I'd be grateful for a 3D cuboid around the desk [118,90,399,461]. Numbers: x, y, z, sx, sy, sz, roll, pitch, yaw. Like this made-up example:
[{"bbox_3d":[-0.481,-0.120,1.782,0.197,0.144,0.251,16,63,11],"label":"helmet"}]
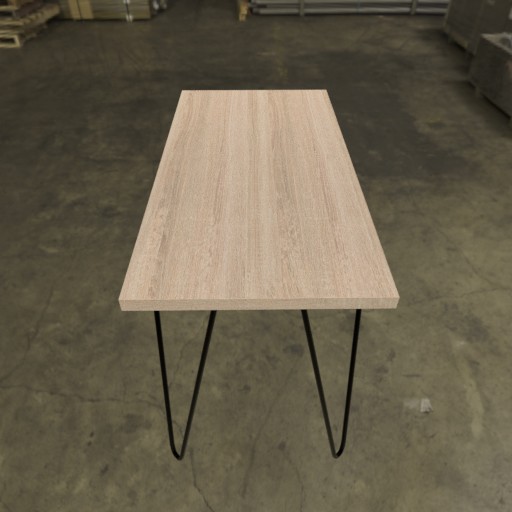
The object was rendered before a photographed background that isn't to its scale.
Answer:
[{"bbox_3d":[0.000,0.000,1.376,0.499,0.660,0.991,0,41,-1],"label":"desk"}]
